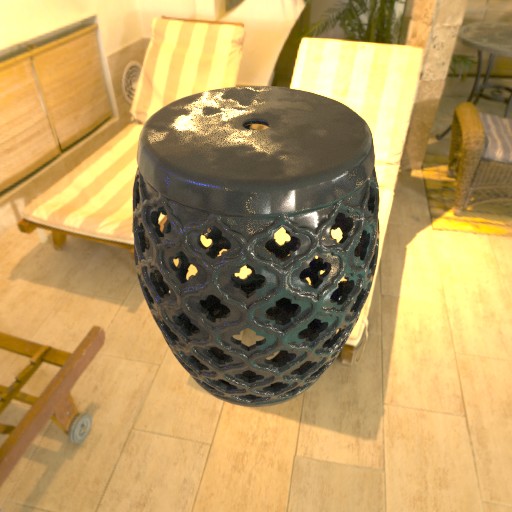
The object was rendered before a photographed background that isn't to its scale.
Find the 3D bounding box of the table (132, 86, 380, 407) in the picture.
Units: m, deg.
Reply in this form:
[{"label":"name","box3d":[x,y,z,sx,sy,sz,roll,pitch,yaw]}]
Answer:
[{"label":"table","box3d":[0.000,0.000,0.624,0.325,0.388,0.325,0,40,0]}]
